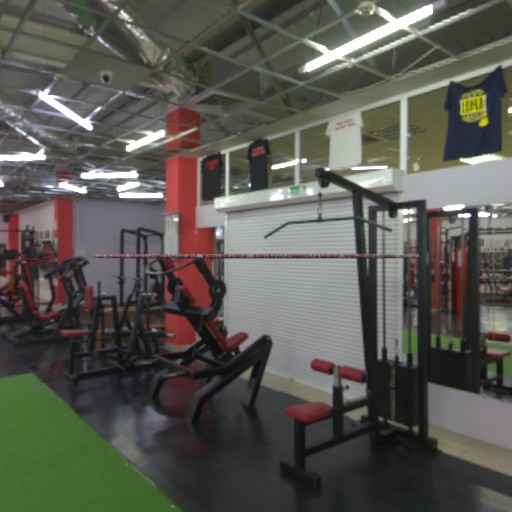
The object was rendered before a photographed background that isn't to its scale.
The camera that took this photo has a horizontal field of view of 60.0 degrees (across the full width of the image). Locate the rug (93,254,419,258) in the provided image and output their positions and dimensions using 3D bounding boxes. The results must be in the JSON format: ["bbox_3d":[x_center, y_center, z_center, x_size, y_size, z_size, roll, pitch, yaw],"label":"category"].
[{"bbox_3d":[0.000,0.000,2.194,1.514,0.015,1.514,0,0,0],"label":"rug"}]
